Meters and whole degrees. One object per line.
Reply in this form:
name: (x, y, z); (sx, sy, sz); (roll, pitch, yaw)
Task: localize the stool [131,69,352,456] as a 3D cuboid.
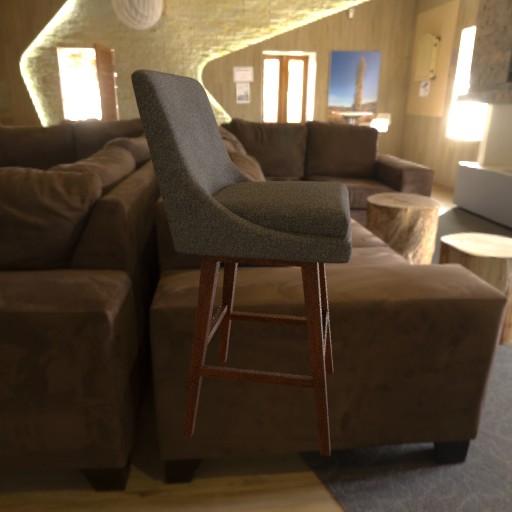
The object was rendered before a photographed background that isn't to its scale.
stool: (0.000, 0.000, 1.392); (0.572, 1.068, 0.489); (3, 19, 10)
